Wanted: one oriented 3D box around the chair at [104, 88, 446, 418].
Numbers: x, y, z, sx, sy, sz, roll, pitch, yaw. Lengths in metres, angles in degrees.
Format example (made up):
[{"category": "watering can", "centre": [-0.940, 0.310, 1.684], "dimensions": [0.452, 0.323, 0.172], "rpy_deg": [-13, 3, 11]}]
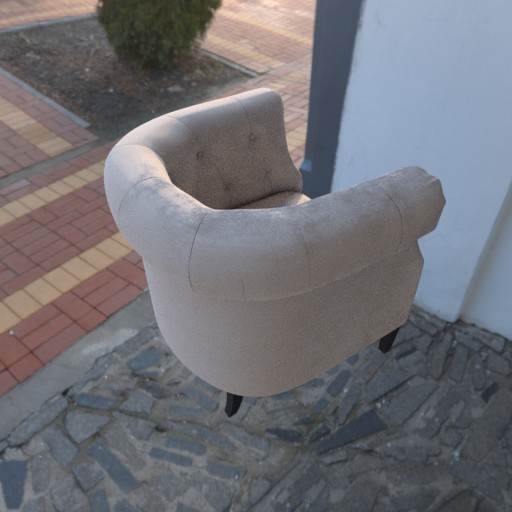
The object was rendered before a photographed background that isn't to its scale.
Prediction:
[{"category": "chair", "centre": [0.000, 0.000, 1.528], "dimensions": [0.851, 0.826, 0.904], "rpy_deg": [-23, 46, -25]}]
